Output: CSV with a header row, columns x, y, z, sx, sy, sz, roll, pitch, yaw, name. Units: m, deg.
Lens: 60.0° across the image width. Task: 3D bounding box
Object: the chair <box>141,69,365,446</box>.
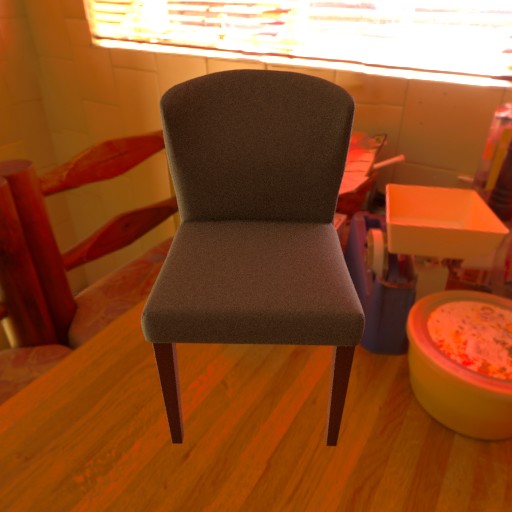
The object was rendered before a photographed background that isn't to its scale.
x,y,z,sx,sy,sz,roll,pitch,yaw,name
0.000,0.000,1.177,0.491,0.839,0.592,1,32,1,chair
